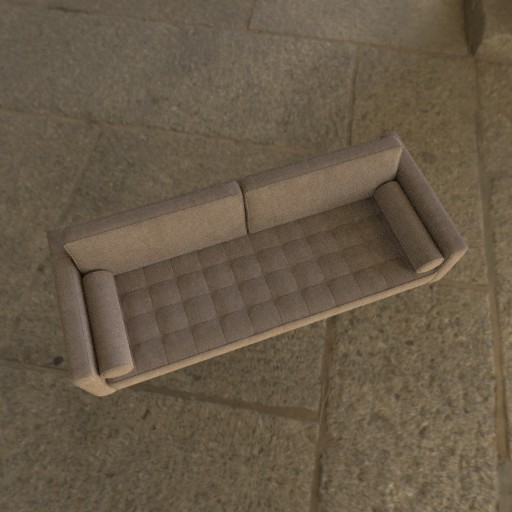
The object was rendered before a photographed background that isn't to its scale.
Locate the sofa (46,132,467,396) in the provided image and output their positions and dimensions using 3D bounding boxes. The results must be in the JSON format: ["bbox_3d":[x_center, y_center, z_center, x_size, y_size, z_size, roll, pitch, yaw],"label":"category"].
[{"bbox_3d":[0.000,0.000,2.619,2.200,0.770,0.919,-17,65,-8],"label":"sofa"}]
